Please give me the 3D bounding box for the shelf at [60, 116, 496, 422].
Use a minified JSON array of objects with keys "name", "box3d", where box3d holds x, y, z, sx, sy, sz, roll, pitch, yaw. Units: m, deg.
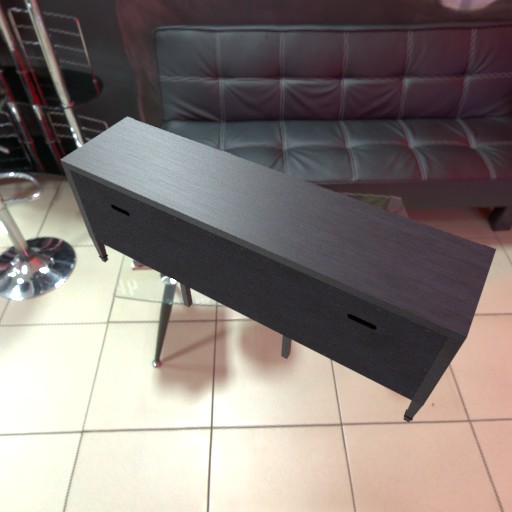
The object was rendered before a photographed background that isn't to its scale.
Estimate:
[{"name":"shelf","box3d":[0.000,0.000,2.160,1.878,0.715,0.471,24,52,21]}]
